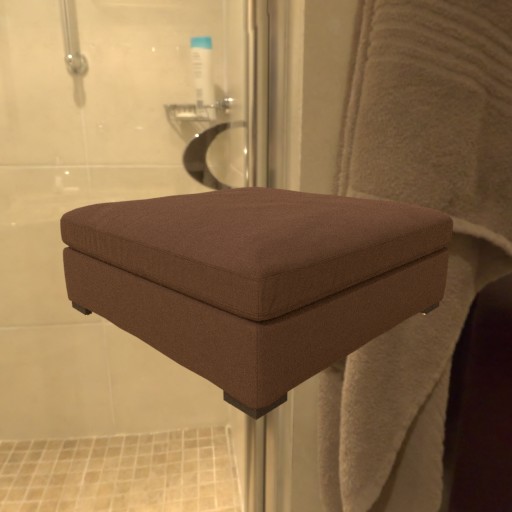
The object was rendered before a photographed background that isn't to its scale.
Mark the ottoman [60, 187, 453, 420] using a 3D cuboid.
[{"bbox_3d":[0.000,0.000,1.864,1.181,0.470,1.181,15,21,43],"label":"ottoman"}]
